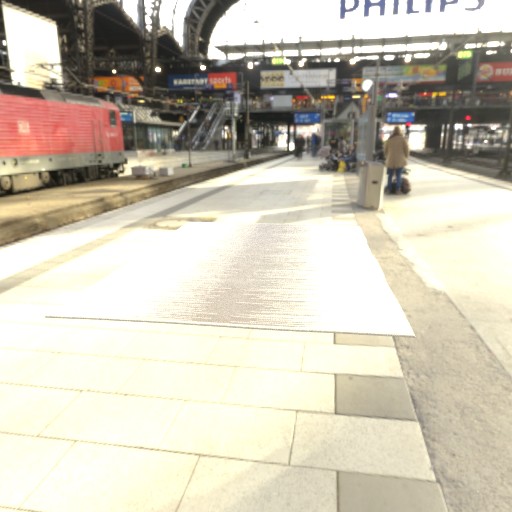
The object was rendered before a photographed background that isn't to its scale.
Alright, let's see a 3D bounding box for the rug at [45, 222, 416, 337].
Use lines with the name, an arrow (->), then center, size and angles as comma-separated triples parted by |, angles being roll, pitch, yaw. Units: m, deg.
rug -> 0.000, 0.000, 2.306 | 1.226, 0.007, 1.815 | 2, 15, 7
